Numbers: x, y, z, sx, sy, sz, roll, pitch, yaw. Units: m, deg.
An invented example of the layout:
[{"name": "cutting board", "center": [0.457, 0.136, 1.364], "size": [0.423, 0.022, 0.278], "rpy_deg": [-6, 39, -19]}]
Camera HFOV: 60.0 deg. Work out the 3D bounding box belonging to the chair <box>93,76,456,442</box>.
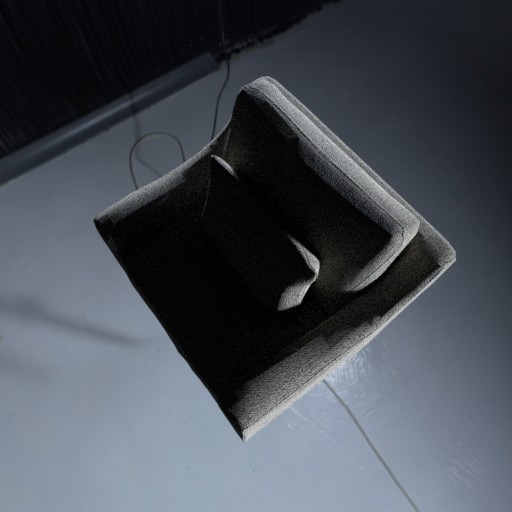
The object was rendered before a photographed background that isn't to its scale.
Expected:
[{"name": "chair", "center": [0.000, 0.000, 1.950], "size": [1.009, 1.037, 1.138], "rpy_deg": [-35, 69, -15]}]
